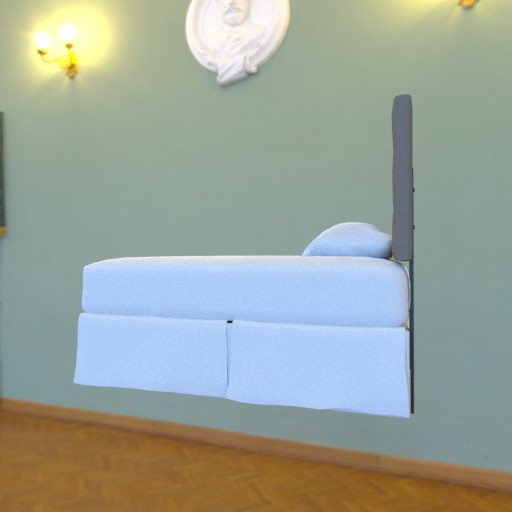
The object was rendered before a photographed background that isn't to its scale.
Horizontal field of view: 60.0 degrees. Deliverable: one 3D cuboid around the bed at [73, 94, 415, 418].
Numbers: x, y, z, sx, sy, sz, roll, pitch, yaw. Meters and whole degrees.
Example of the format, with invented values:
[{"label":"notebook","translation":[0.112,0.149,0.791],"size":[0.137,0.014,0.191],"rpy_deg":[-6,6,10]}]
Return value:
[{"label":"bed","translation":[0.000,0.000,2.983],"size":[1.997,1.571,1.261],"rpy_deg":[0,-1,19]}]
